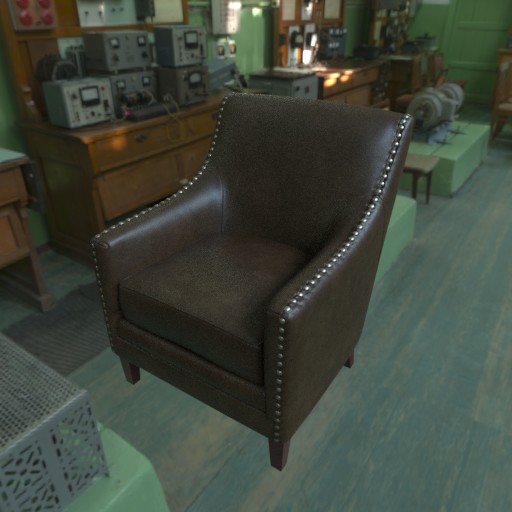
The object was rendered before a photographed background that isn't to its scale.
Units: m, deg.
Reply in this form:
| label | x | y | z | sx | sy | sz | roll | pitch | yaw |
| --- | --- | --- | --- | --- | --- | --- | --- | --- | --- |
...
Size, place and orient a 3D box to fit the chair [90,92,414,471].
| label | x | y | z | sx | sy | sz | roll | pitch | yaw |
| --- | --- | --- | --- | --- | --- | --- | --- | --- | --- |
| chair | 0.000 | 0.000 | 1.331 | 0.639 | 0.813 | 0.704 | 18 | 35 | 28 |
